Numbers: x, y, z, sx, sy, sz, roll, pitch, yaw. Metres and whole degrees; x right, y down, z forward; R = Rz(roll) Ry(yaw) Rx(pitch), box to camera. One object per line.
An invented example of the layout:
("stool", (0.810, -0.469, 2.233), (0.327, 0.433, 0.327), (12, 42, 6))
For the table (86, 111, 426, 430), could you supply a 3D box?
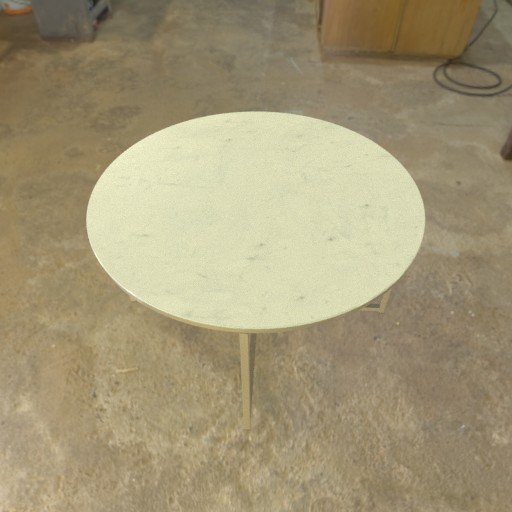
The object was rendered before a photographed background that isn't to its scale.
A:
("table", (0.000, 0.000, 1.242), (0.800, 0.450, 0.800), (0, 46, 0))
